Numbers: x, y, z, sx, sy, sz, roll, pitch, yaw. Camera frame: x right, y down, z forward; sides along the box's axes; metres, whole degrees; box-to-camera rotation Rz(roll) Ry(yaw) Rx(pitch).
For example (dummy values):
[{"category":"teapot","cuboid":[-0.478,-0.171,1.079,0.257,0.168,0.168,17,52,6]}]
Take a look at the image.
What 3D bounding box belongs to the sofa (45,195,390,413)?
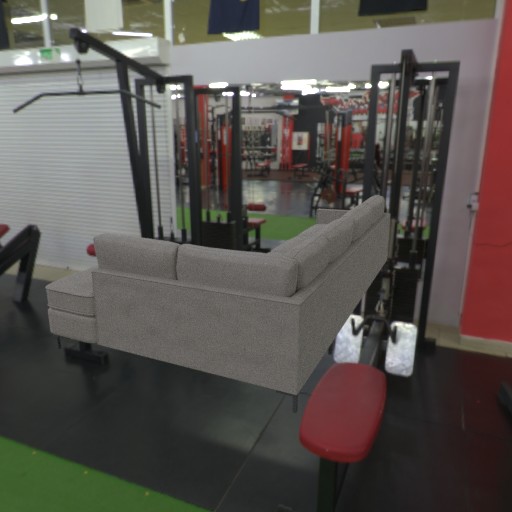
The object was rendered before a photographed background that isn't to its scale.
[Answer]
[{"category":"sofa","cuboid":[0.000,0.000,4.441,2.077,0.964,3.331,7,17,24]}]
